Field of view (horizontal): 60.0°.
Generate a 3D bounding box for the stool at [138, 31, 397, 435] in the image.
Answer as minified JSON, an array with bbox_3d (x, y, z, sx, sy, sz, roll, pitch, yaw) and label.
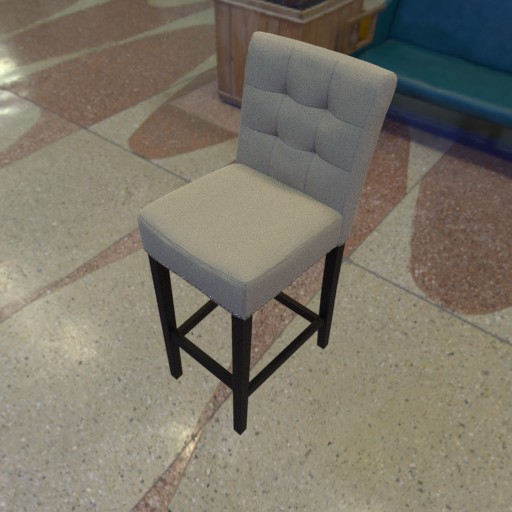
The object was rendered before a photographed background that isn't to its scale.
[{"bbox_3d":[0.000,0.000,1.305,0.411,1.047,0.548,31,53,27],"label":"stool"}]
